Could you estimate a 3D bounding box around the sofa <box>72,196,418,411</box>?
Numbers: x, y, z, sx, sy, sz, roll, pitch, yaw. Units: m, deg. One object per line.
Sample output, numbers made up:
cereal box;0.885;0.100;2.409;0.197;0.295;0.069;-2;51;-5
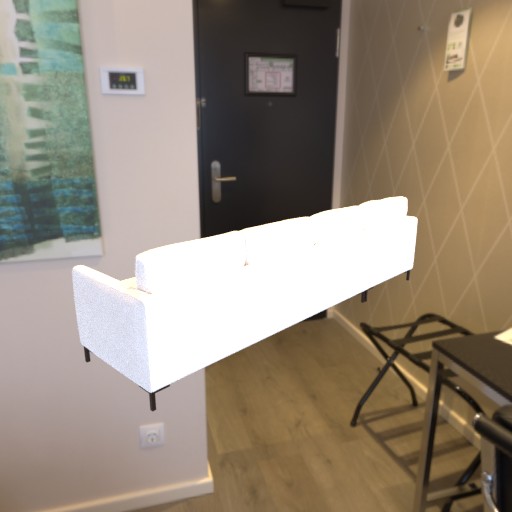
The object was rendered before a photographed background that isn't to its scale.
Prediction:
sofa;0.000;0.000;3.857;1.467;0.875;3.186;15;22;42
